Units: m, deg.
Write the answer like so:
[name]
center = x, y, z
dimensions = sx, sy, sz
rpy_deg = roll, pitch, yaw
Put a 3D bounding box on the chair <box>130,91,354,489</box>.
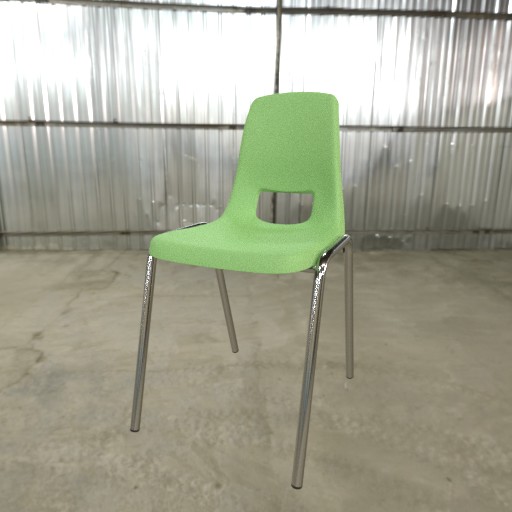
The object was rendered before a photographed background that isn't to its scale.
[chair]
center = 0.000, 0.000, 0.949
dimensions = 0.381, 0.704, 0.436
rpy_deg = 7, 15, 25
